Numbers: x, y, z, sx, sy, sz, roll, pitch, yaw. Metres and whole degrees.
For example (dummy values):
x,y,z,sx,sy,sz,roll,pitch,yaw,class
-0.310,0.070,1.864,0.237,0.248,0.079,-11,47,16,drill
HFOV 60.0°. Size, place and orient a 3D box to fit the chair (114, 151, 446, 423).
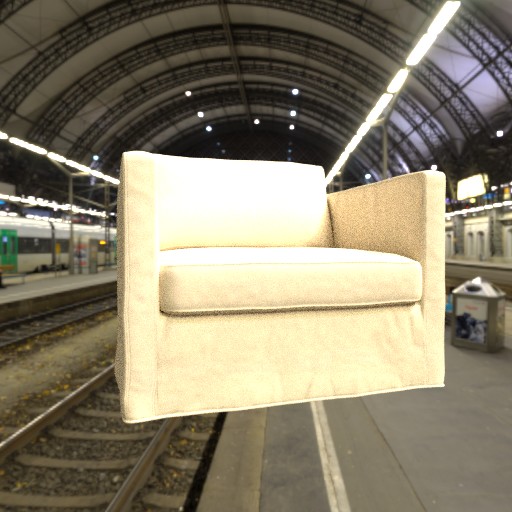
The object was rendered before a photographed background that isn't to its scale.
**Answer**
x,y,z,sx,sy,sz,roll,pitch,yaw,class
0.000,0.000,1.730,1.057,0.851,0.947,0,1,-18,chair
